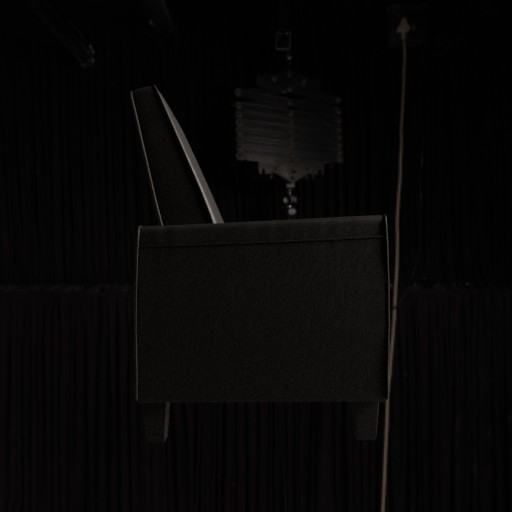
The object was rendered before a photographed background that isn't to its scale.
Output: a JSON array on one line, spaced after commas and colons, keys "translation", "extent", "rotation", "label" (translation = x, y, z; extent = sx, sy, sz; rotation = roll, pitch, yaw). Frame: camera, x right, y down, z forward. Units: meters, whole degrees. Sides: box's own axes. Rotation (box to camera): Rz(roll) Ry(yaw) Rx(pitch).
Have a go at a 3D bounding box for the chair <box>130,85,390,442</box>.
[{"translation": [0.000, 0.000, 1.533], "extent": [0.746, 1.013, 0.705], "rotation": [0, -1, -1], "label": "chair"}]
